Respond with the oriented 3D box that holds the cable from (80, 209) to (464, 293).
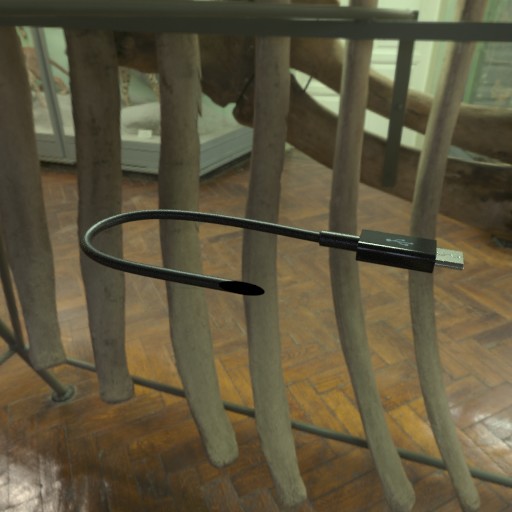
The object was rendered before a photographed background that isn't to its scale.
[{"bbox_3d":[0.000,0.000,0.112,0.098,0.006,0.040,10,32,17],"label":"cable"}]
